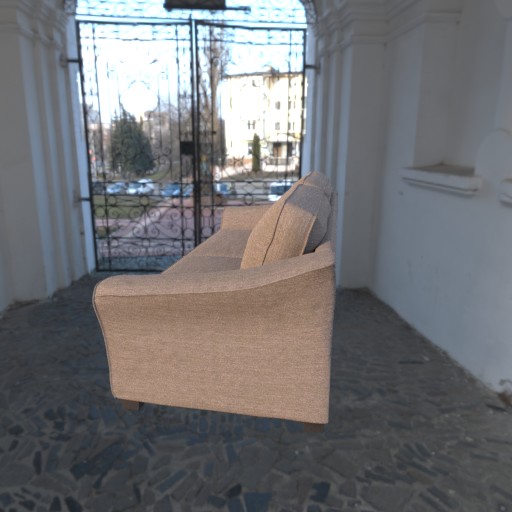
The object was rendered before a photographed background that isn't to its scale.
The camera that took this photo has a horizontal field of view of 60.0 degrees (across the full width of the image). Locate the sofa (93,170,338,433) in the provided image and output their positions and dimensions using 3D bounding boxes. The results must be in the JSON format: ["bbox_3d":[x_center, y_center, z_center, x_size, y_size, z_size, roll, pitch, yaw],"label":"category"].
[{"bbox_3d":[0.000,0.000,2.754,0.980,0.965,2.270,3,15,10],"label":"sofa"}]
